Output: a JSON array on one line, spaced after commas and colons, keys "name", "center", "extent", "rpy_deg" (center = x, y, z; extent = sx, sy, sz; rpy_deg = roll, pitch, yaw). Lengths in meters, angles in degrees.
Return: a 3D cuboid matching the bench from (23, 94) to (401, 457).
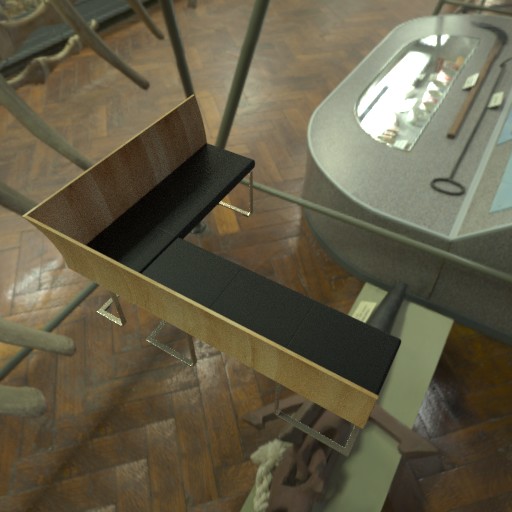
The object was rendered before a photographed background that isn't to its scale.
[{"name": "bench", "center": [0.000, 0.000, 2.747], "extent": [1.945, 0.930, 1.495], "rpy_deg": [24, 52, 20]}]
